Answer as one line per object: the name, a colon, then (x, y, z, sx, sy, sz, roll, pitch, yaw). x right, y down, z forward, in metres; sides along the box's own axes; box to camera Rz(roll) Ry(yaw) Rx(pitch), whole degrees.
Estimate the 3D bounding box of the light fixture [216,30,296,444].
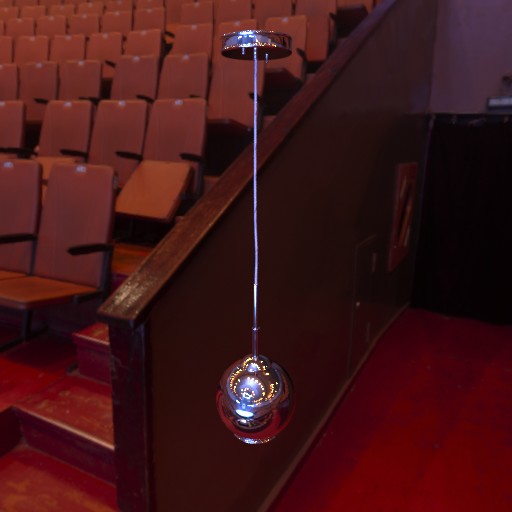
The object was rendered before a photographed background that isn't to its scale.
light fixture: (0.000, 0.000, 1.715, 0.336, 1.538, 0.336, 7, 16, 26)
